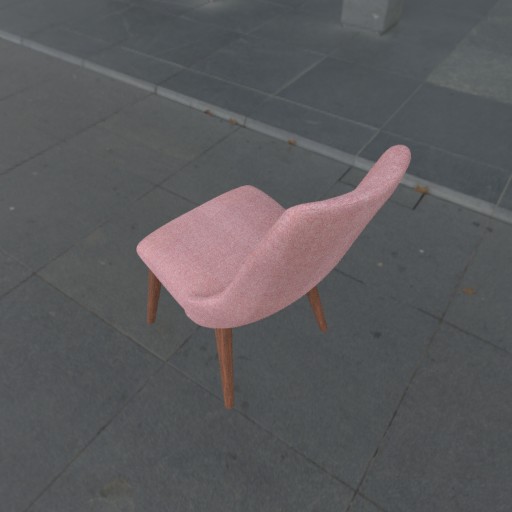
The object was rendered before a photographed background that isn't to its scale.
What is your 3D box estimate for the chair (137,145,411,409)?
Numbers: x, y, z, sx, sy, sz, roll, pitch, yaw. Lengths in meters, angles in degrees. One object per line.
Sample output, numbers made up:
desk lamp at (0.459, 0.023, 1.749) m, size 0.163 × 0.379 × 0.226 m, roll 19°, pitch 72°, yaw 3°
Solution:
chair at (0.000, 0.000, 1.323) m, size 0.535 × 0.918 × 0.707 m, roll -32°, pitch 54°, yaw -26°
